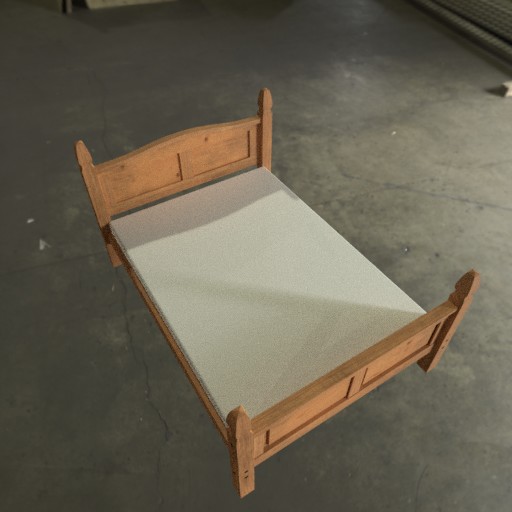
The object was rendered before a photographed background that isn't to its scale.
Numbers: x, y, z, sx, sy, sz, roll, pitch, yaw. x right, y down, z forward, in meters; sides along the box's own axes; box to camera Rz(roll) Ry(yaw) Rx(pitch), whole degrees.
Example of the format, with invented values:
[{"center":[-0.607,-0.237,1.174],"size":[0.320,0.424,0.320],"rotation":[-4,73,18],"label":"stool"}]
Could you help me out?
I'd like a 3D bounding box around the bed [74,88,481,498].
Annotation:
[{"center":[0.000,0.000,2.853],"size":[1.490,1.100,2.069],"rotation":[-24,50,-22],"label":"bed"}]
